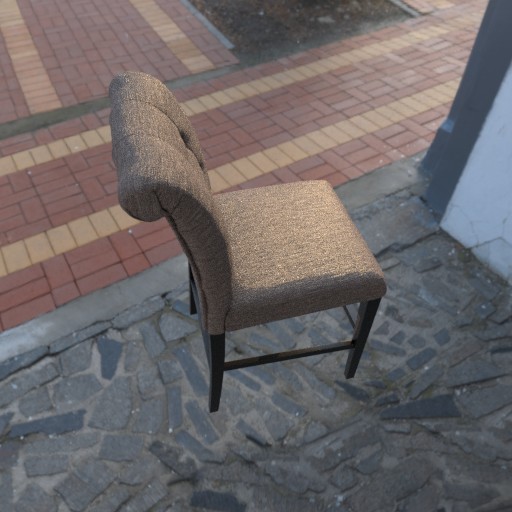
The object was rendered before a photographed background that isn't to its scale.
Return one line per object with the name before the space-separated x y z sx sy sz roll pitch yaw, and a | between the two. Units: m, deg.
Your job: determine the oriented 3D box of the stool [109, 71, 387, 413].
stool | 0.000 0.000 1.277 0.611 0.970 0.457 -11 49 -10
